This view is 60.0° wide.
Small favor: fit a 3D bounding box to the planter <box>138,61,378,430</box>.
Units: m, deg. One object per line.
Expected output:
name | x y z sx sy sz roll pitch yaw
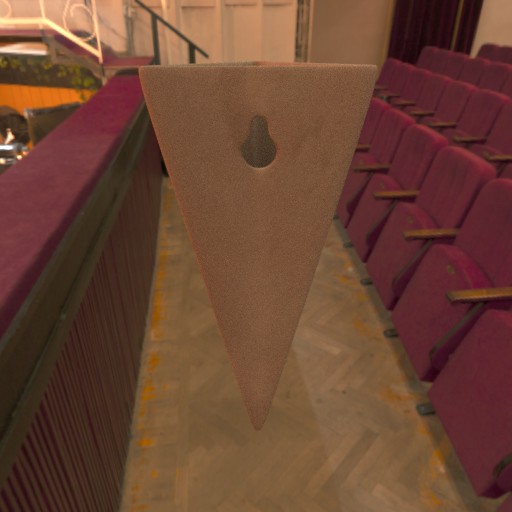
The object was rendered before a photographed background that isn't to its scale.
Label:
planter | 0.000 0.000 0.272 0.101 0.224 0.081 -1 29 -2
